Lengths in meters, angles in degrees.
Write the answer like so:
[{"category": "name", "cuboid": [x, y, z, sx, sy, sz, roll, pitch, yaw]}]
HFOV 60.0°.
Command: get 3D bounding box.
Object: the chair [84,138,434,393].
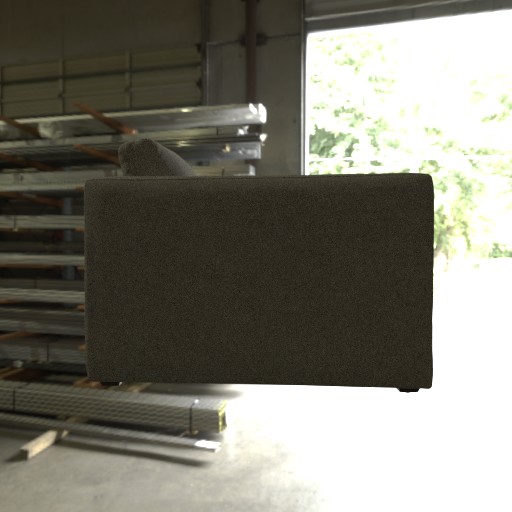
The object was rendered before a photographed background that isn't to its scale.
[{"category": "chair", "cuboid": [0.000, 0.000, 1.882, 1.091, 0.845, 1.190, 0, 1, 0]}]
